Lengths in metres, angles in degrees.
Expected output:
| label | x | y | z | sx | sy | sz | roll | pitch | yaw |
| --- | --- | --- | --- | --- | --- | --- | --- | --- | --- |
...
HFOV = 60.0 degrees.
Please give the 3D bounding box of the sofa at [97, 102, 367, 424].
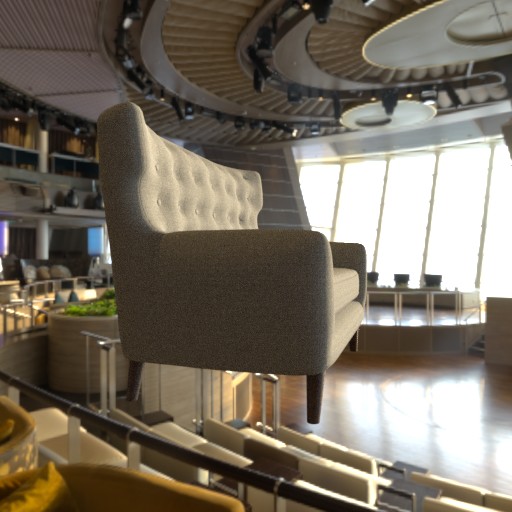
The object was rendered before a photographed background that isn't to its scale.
| label | x | y | z | sx | sy | sz | roll | pitch | yaw |
| --- | --- | --- | --- | --- | --- | --- | --- | --- | --- |
| sofa | 0.000 | 0.000 | 2.009 | 0.884 | 1.028 | 1.386 | 0 | 0 | 19 |
